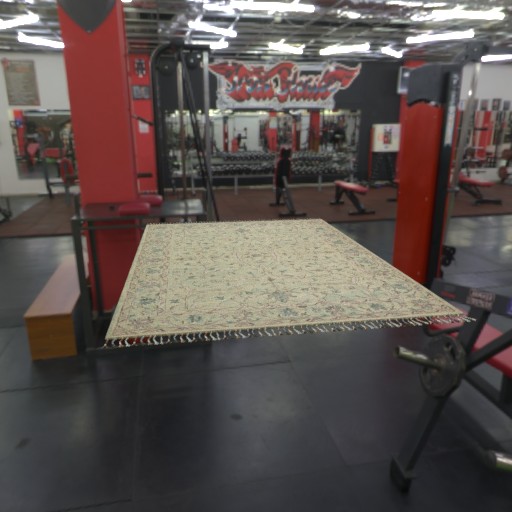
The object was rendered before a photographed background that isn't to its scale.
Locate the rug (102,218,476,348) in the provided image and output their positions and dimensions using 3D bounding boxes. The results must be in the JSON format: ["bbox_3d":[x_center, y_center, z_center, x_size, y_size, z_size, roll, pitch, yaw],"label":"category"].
[{"bbox_3d":[0.000,0.000,2.265,1.247,0.008,1.802,-3,16,-9],"label":"rug"}]
